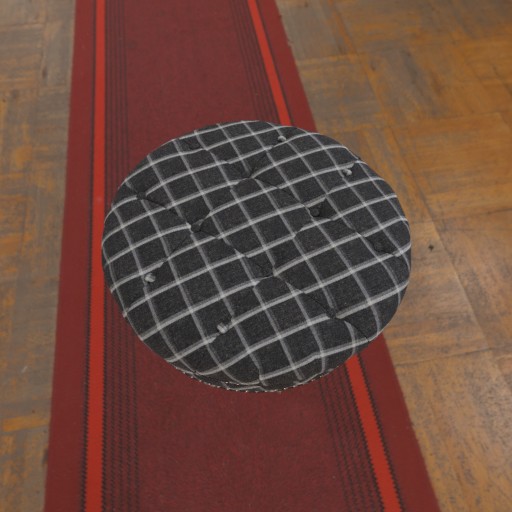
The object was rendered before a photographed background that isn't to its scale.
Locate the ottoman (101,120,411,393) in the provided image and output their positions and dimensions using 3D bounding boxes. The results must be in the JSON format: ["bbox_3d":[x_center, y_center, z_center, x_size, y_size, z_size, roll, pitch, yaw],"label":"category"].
[{"bbox_3d":[0.000,0.000,1.424,0.901,0.439,0.901,0,59,0],"label":"ottoman"}]
